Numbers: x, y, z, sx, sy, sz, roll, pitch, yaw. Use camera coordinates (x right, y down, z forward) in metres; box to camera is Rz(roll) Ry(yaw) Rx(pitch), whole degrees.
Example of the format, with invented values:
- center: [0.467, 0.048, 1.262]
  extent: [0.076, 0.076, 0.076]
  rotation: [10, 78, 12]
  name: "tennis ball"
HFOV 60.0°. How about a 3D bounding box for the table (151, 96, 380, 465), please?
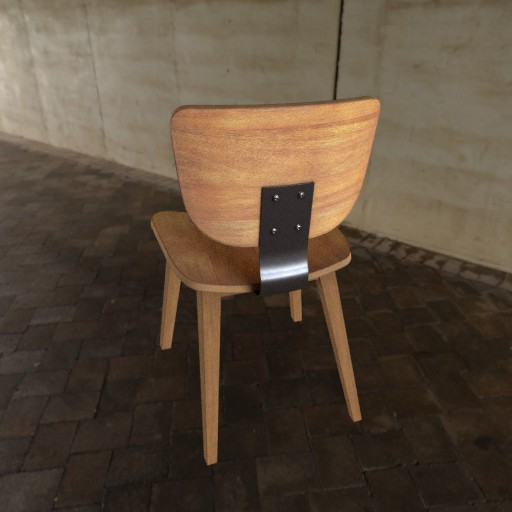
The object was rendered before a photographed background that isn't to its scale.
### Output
- center: [0.000, 0.000, 1.141]
  extent: [0.499, 0.805, 0.500]
  rotation: [-9, 29, -17]
  name: "table"
